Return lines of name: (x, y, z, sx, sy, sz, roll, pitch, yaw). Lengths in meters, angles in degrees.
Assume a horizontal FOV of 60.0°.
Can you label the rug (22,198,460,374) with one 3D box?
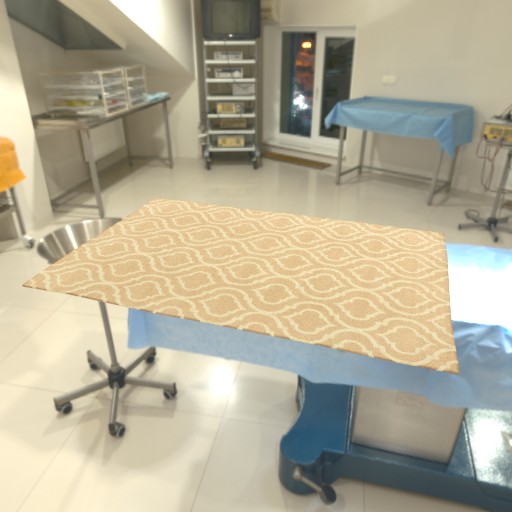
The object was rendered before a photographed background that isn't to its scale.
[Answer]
rug: (0.000, 0.000, 2.144, 1.761, 0.013, 1.152, 9, 29, 16)
